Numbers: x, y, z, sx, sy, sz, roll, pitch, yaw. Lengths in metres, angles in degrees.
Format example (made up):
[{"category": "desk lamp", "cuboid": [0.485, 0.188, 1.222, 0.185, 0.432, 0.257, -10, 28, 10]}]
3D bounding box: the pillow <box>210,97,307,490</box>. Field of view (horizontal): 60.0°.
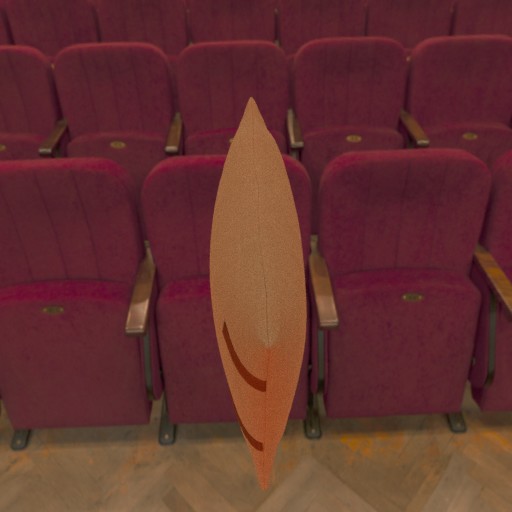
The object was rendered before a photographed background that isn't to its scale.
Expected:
[{"category": "pillow", "cuboid": [0.000, 0.000, 0.726, 0.148, 0.308, 0.612, -1, 41, -2]}]
